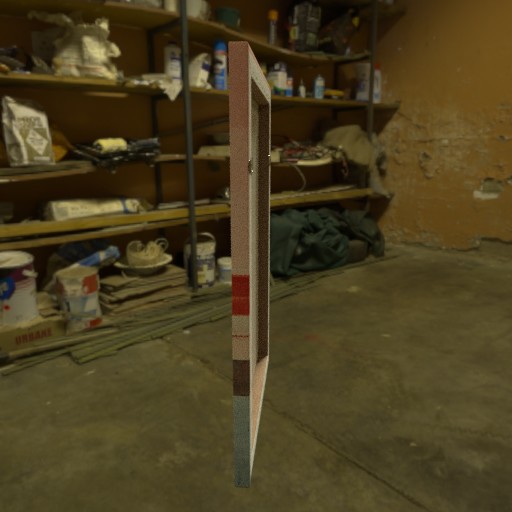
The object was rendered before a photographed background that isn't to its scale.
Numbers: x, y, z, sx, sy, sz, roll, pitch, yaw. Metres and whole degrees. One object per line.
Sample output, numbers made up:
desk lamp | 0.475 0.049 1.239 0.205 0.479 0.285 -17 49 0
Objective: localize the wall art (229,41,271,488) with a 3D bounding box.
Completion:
wall art | 0.000 0.000 1.175 0.038 0.914 0.610 1 13 5
